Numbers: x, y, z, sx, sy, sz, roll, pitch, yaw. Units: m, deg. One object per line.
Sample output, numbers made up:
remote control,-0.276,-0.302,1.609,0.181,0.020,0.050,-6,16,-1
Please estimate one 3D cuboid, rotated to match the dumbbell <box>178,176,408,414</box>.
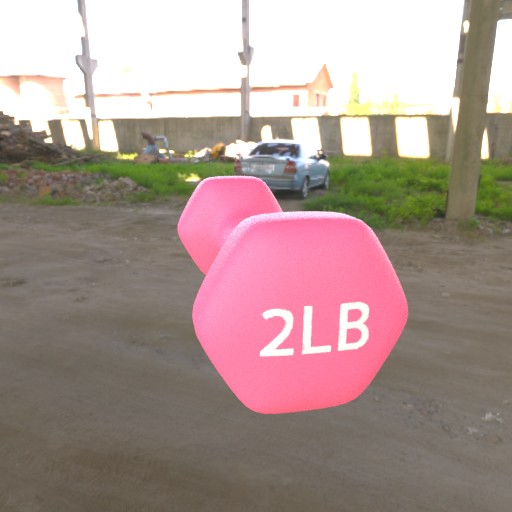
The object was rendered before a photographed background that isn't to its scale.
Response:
dumbbell,0.000,0.000,0.175,0.058,0.053,0.146,-3,15,-11
